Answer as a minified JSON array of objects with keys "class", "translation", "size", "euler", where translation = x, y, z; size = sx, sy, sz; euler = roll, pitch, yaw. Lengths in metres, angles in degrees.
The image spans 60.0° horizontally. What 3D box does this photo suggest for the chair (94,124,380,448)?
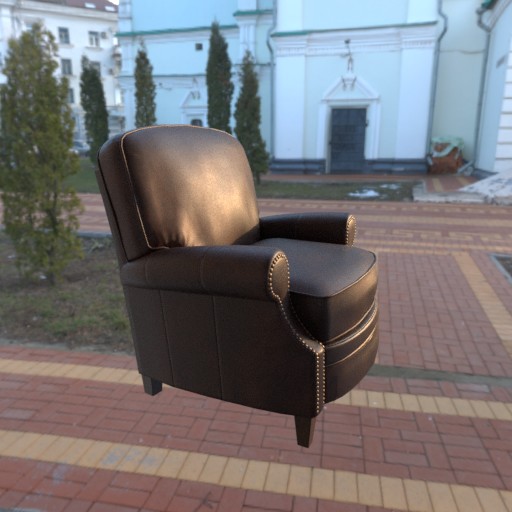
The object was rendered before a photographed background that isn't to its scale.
[{"class":"chair","translation":[0.000,0.000,1.772],"size":[0.986,1.018,0.936],"euler":[7,16,27]}]
